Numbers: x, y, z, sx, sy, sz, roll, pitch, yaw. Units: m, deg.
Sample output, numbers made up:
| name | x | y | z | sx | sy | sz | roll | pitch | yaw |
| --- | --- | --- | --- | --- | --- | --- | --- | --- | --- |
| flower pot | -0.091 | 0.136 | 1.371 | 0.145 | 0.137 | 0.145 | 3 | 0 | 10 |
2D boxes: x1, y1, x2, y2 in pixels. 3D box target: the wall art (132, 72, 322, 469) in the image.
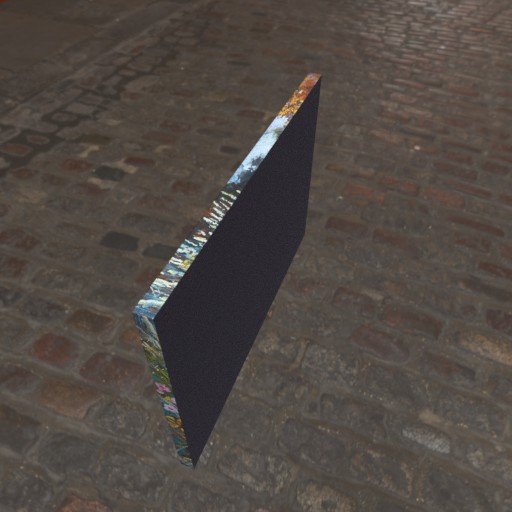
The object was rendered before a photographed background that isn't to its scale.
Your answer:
| name | x | y | z | sx | sy | sz | roll | pitch | yaw |
| --- | --- | --- | --- | --- | --- | --- | --- | --- | --- |
| wall art | 0.000 | 0.000 | 1.163 | 0.037 | 0.604 | 0.908 | 16 | 47 | 15 |
